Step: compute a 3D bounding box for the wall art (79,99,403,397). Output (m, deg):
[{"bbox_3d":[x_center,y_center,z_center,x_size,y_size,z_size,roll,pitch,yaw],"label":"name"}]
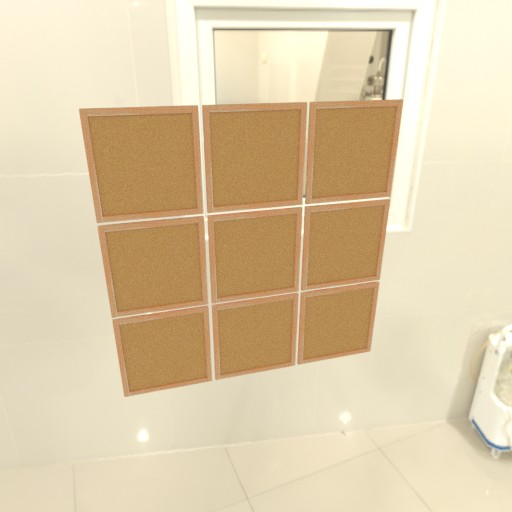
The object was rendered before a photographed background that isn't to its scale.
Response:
[{"bbox_3d":[0.000,0.000,1.868,1.216,1.220,0.013,-7,25,-14],"label":"wall art"}]
